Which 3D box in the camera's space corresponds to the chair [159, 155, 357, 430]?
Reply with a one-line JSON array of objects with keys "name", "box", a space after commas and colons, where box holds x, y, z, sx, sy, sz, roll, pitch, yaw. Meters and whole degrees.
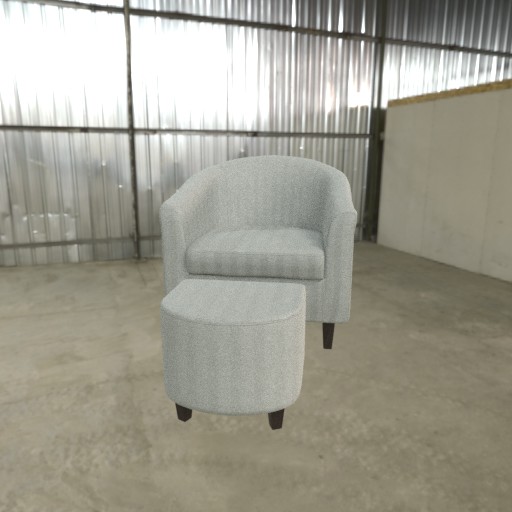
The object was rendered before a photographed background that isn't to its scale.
[{"name": "chair", "box": [0.000, 0.000, 1.741, 0.756, 0.757, 1.288, 2, 14, 8]}]
